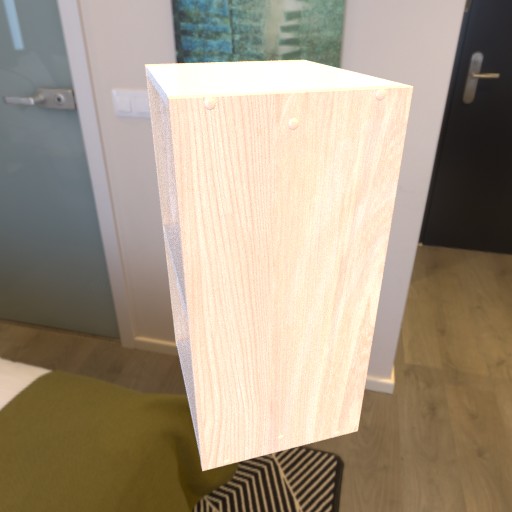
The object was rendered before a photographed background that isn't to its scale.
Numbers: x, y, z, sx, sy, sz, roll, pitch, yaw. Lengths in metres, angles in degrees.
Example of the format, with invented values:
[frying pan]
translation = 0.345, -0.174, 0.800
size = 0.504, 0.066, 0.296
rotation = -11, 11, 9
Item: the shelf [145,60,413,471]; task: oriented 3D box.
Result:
[shelf]
translation = 0.000, 0.000, 0.784
size = 0.290, 0.600, 0.350
rotation = -8, 30, -14
